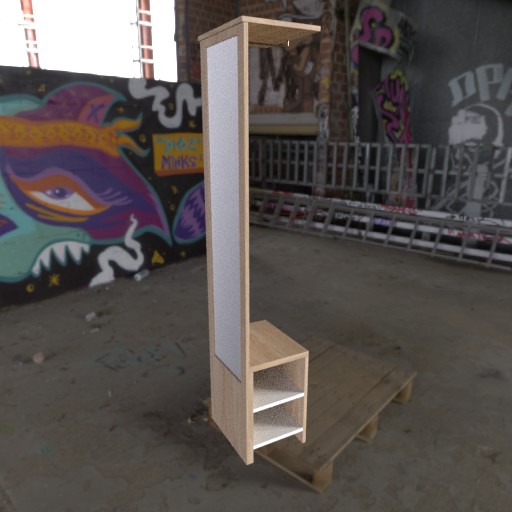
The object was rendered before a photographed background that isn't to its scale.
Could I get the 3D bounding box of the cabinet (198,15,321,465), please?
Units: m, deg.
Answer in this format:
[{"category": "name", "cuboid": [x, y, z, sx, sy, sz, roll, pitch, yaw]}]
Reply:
[{"category": "cabinet", "cuboid": [0.000, 0.000, 2.042, 0.338, 1.879, 0.411, -9, 18, -28]}]
